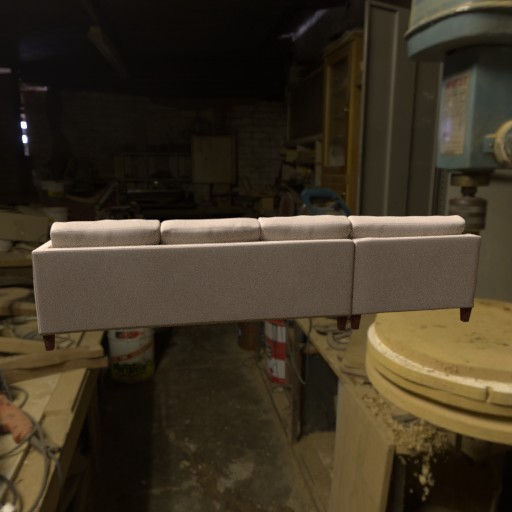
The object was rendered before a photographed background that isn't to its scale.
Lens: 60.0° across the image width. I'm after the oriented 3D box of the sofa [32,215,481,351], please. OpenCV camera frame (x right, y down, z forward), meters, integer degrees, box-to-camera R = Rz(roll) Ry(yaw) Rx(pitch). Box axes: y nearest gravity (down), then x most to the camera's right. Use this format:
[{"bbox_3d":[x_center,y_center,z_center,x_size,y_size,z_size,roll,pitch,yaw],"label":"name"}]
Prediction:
[{"bbox_3d":[0.000,0.000,3.884,3.186,0.846,1.625,-2,12,-10],"label":"sofa"}]
